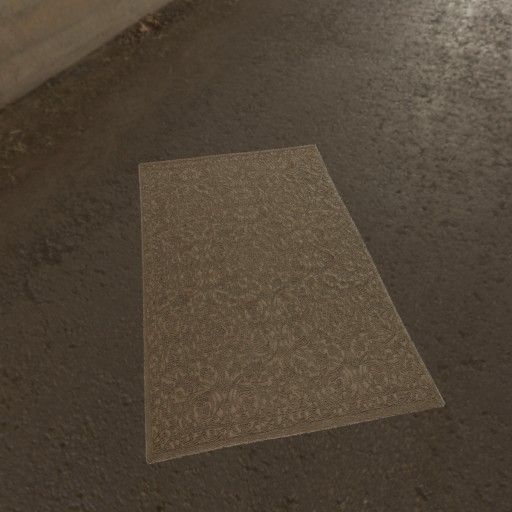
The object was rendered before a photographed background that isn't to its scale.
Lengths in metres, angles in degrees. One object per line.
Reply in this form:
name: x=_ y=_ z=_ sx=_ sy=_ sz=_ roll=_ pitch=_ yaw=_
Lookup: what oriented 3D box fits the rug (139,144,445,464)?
rug: x=0.000 y=0.000 z=3.000 sx=1.529 sy=0.012 sz=2.435 roll=-8 pitch=48 yaw=-7
